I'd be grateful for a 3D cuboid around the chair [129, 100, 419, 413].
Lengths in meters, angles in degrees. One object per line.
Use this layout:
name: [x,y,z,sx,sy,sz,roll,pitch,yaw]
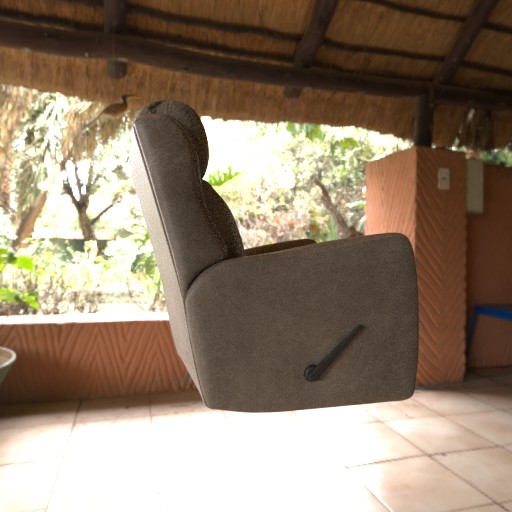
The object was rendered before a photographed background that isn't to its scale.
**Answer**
chair: [0.000,0.000,1.951,1.068,1.116,0.967,0,0,-16]
